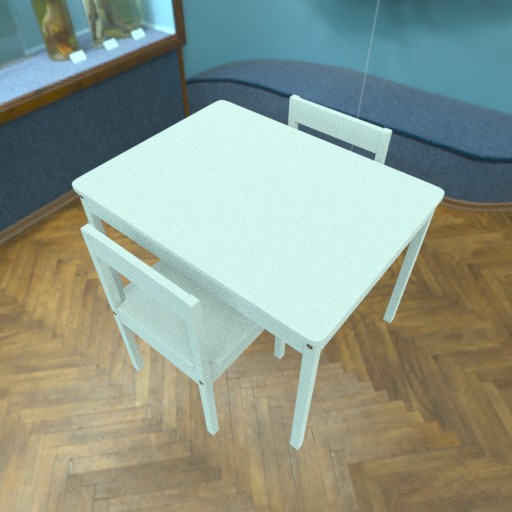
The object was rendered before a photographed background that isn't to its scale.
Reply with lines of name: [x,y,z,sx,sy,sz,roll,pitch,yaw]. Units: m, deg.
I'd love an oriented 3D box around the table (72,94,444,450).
table: [0.000,0.000,1.108,0.650,0.503,0.672,30,53,26]
